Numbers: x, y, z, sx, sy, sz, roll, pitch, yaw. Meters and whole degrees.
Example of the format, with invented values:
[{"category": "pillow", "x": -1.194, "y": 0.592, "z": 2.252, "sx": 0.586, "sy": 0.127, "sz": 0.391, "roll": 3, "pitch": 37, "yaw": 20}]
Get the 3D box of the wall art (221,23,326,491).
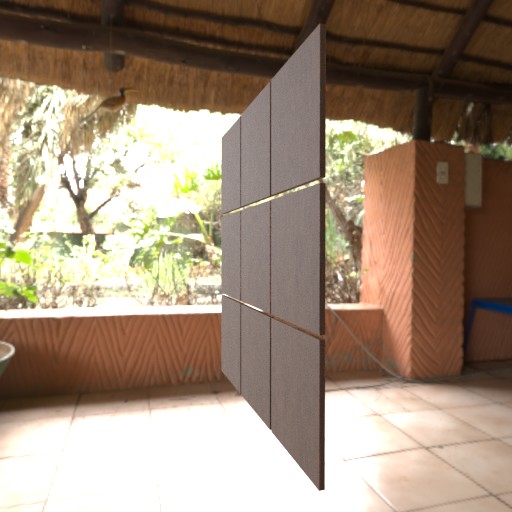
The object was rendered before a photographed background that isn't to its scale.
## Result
[{"category": "wall art", "x": 0.000, "y": 0.000, "z": 1.306, "sx": 0.013, "sy": 0.914, "sz": 0.915, "roll": 0, "pitch": 1, "yaw": -17}]
